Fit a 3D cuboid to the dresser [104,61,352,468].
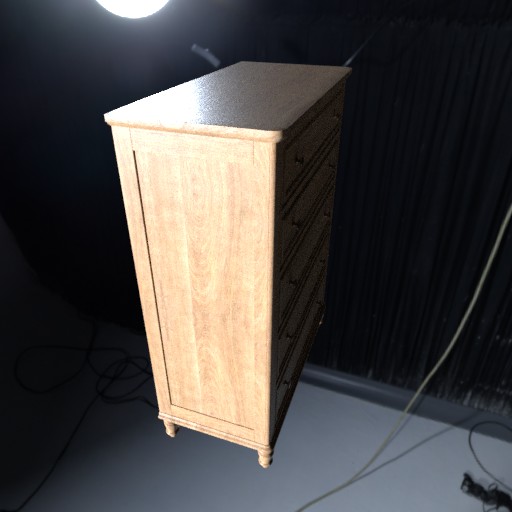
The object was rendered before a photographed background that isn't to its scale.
[{"bbox_3d":[0.000,0.000,1.807,0.484,1.318,0.973,11,33,17],"label":"dresser"}]
